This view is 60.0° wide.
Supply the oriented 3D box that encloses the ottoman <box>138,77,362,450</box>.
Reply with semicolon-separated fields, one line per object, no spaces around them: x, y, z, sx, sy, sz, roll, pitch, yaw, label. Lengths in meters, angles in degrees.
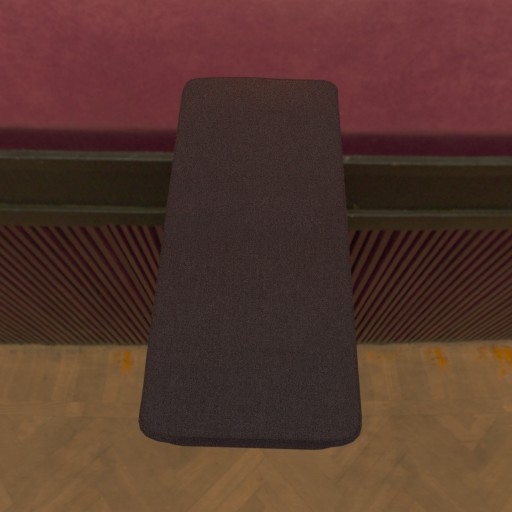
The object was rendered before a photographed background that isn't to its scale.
0.000;0.000;1.393;0.515;0.460;1.110;1;64;1;ottoman
